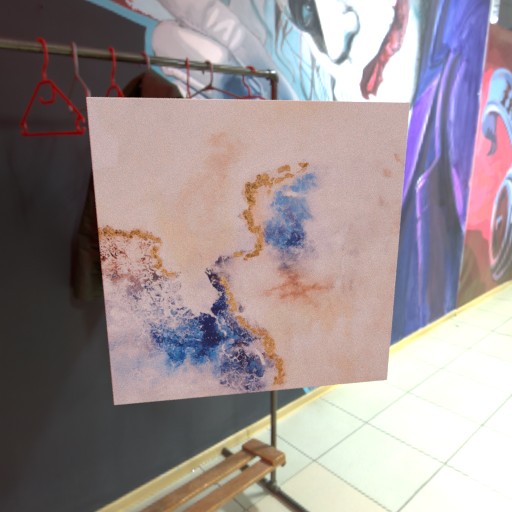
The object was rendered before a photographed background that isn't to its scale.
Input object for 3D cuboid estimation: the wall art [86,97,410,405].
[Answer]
[{"bbox_3d":[0.000,0.000,1.598,1.061,1.061,0.071,-2,15,-9],"label":"wall art"}]
